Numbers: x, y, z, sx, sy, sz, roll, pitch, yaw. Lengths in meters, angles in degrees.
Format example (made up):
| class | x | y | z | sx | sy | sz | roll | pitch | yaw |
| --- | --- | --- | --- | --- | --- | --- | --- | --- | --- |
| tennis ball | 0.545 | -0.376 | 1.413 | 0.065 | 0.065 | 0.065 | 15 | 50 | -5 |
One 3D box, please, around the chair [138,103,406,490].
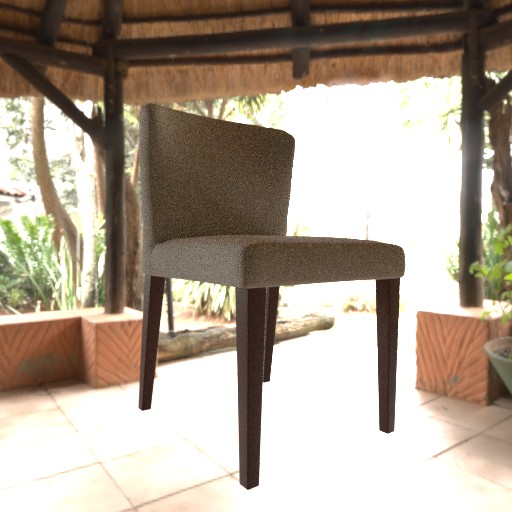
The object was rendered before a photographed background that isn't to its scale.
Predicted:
| class | x | y | z | sx | sy | sz | roll | pitch | yaw |
| --- | --- | --- | --- | --- | --- | --- | --- | --- | --- |
| chair | 0.000 | 0.000 | 1.140 | 0.491 | 0.839 | 0.589 | -1 | 2 | -36 |
